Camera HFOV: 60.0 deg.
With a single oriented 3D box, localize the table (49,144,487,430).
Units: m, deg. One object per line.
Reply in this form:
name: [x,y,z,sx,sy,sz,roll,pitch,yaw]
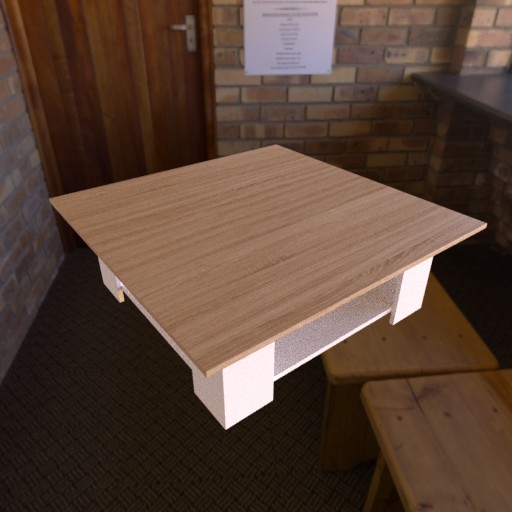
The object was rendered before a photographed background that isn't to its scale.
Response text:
table: [0.000,0.000,1.345,0.890,0.305,0.890,-22,37,-31]
